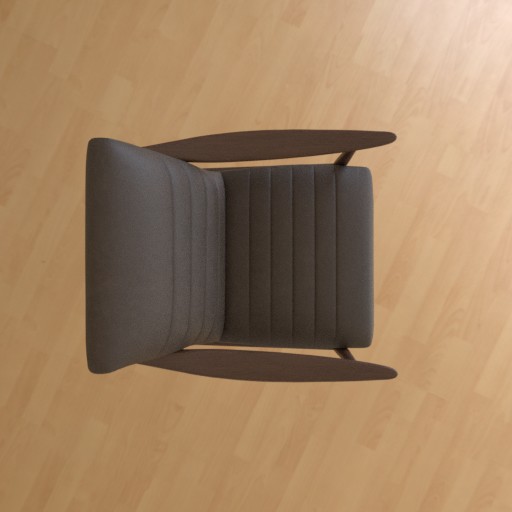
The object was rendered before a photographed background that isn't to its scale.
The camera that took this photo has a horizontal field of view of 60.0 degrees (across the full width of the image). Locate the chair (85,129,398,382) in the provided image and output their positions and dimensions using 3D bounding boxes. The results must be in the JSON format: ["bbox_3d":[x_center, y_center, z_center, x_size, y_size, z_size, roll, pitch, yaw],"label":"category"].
[{"bbox_3d":[0.000,0.000,1.430,0.798,0.831,0.741,0,89,1],"label":"chair"}]
